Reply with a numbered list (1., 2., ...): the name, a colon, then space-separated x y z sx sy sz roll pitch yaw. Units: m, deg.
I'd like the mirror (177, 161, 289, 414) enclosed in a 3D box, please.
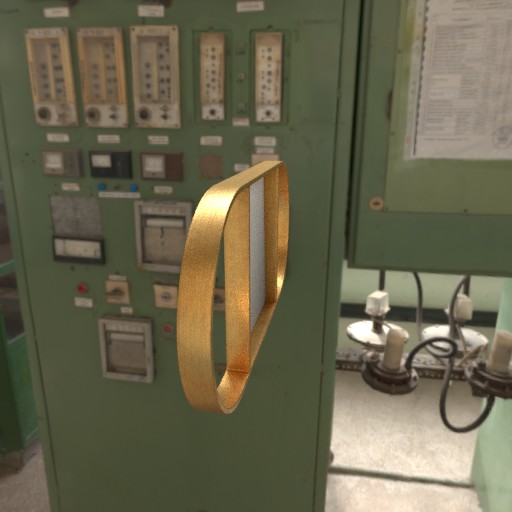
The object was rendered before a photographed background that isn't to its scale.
1. mirror: 0.000 0.000 0.665 0.032 0.254 0.584 3 17 10
